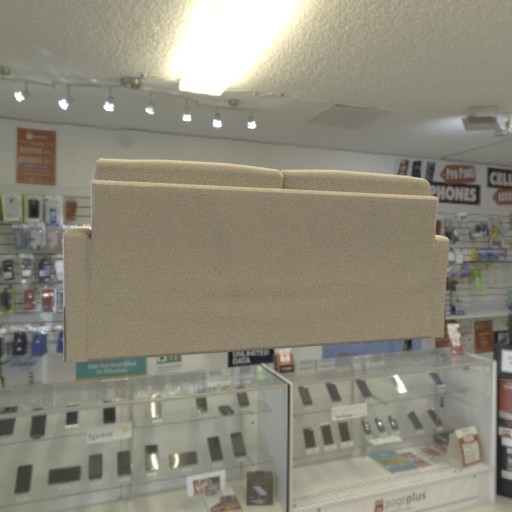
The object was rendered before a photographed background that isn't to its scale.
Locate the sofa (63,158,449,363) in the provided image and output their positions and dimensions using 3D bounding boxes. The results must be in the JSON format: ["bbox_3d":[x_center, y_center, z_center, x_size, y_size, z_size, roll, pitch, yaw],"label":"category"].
[{"bbox_3d":[0.000,0.000,2.339,1.808,0.831,0.894,0,0,-18],"label":"sofa"}]
